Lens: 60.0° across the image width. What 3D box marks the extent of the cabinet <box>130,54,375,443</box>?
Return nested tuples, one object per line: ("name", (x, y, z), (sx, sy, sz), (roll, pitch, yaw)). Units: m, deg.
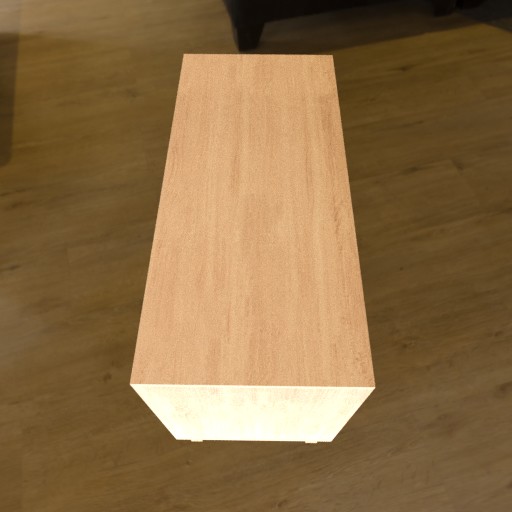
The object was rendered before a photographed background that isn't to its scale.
("cabinet", (0.000, 0.000, 1.527), (0.500, 0.780, 1.110), (1, 58, 0))
